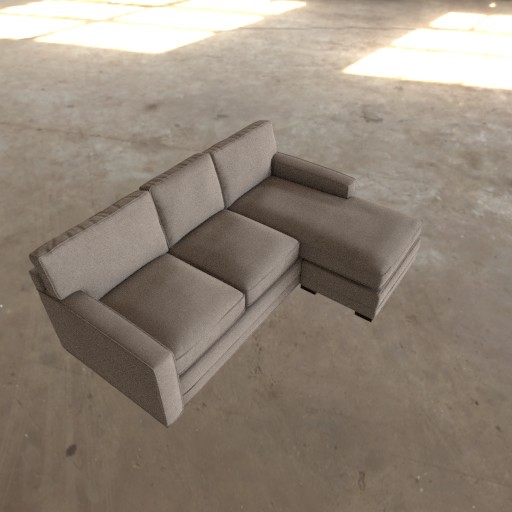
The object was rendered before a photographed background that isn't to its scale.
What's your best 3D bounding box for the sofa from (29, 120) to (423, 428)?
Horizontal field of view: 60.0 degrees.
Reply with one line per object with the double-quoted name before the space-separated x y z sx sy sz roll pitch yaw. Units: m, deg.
"sofa" 0.000 0.000 2.814 1.496 0.861 2.087 25 47 26
